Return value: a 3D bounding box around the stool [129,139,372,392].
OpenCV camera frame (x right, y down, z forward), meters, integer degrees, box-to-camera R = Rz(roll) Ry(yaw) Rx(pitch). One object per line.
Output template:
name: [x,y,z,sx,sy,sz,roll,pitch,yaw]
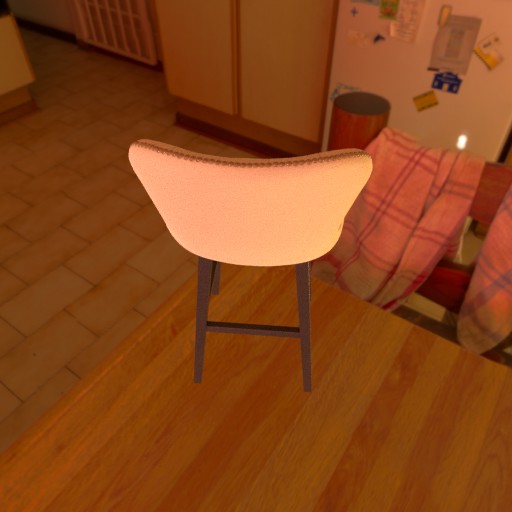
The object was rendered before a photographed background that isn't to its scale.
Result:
stool: [0.000,0.000,1.419,0.528,1.066,0.605,3,45,3]
